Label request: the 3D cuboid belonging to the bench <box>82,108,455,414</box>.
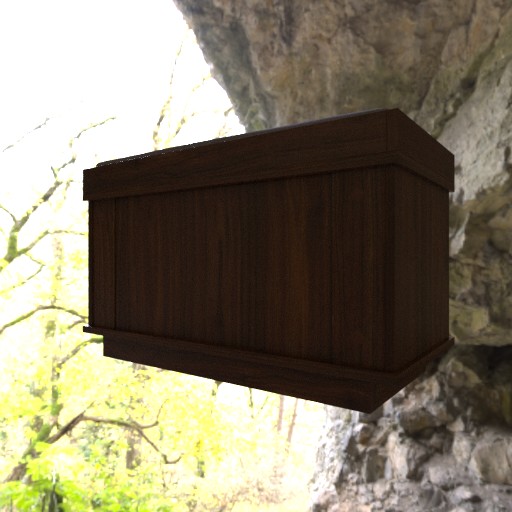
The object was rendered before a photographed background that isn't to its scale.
[{"bbox_3d":[0.000,0.000,0.963,0.734,0.461,0.362,0,0,36],"label":"bench"}]
